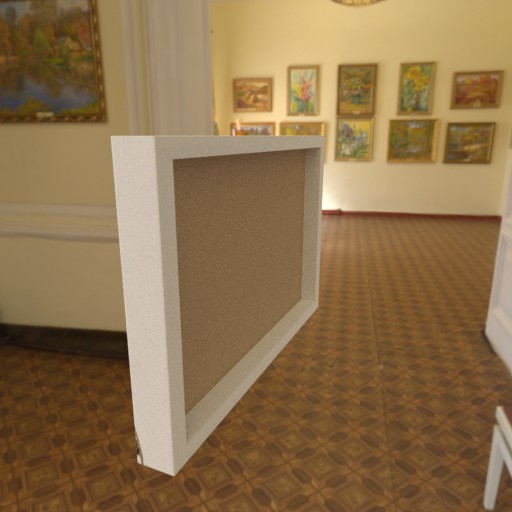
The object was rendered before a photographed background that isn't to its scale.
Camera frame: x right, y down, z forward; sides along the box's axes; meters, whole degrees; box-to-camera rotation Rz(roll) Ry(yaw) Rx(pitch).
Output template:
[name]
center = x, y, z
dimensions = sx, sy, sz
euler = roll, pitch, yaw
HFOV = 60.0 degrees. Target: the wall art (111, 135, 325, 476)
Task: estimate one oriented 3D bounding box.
[wall art]
center = 0.000, 0.000, 0.485
dimensions = 0.039, 0.254, 0.384
euler = 7, 17, 24
